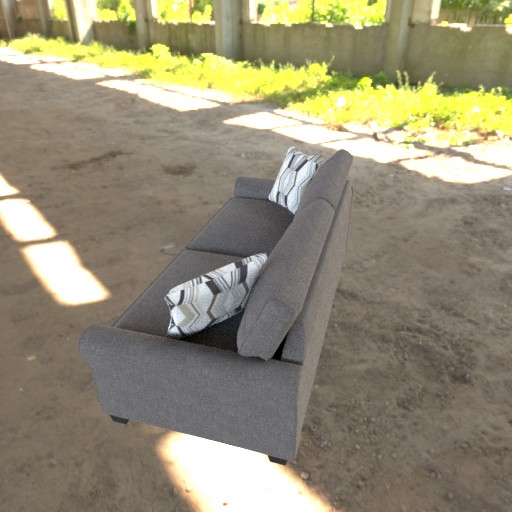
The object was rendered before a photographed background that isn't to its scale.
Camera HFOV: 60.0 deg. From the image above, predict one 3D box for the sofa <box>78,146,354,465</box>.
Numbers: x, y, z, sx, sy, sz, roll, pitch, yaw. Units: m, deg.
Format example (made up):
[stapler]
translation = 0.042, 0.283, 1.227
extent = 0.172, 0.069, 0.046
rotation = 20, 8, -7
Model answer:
[sofa]
translation = 0.000, 0.000, 2.495
extent = 0.889, 0.813, 2.032
rotation = 8, 30, 14
